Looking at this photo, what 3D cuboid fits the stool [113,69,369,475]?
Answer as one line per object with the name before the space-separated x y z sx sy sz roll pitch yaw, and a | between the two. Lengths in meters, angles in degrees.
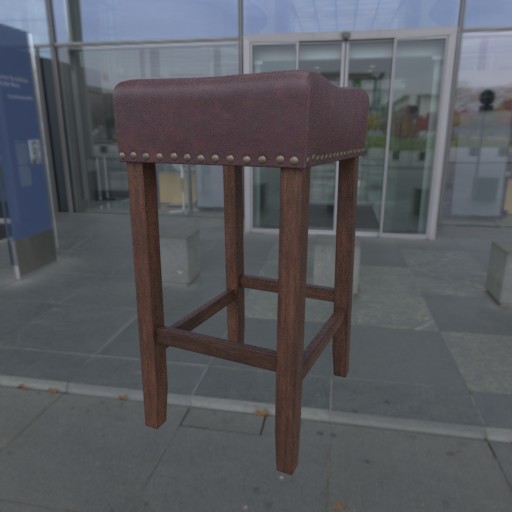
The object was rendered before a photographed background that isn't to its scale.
stool | 0.000 0.000 1.059 0.401 0.769 0.465 7 17 24
